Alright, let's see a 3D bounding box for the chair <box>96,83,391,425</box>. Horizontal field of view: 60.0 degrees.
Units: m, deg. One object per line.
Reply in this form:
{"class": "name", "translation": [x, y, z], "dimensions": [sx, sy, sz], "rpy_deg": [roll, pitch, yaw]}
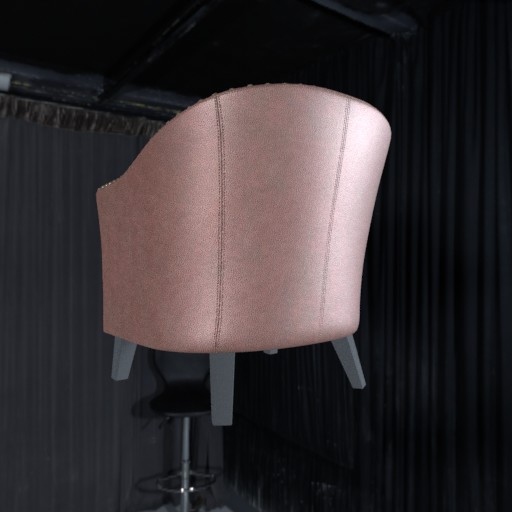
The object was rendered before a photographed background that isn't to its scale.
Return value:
{"class": "chair", "translation": [0.000, 0.000, 1.400], "dimensions": [0.794, 0.823, 0.748], "rpy_deg": [0, 0, -37]}
